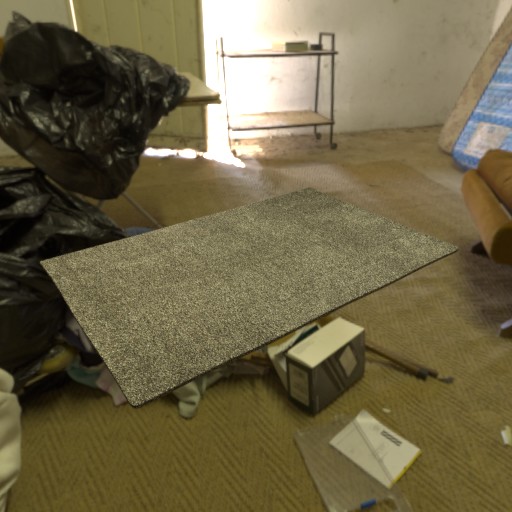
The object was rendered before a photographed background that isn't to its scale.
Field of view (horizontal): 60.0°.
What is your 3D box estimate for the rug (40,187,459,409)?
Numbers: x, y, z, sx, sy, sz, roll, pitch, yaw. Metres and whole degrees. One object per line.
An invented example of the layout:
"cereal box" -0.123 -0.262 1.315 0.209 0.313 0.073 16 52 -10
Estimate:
"rug" 0.000 0.000 2.936 2.352 0.025 1.501 -19 34 -31
